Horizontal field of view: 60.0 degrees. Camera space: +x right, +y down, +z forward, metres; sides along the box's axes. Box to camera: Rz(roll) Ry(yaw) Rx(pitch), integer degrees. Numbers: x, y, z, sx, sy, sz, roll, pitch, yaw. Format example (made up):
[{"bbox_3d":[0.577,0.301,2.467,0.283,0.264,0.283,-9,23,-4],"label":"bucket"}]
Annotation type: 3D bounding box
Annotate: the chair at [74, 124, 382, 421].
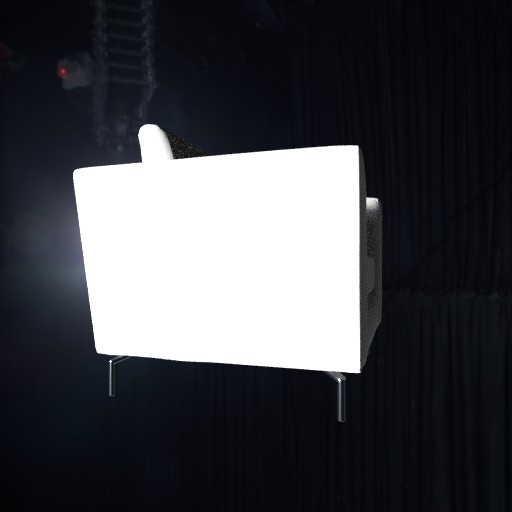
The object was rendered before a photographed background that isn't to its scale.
[{"bbox_3d":[0.000,0.000,1.694,0.889,0.865,1.041,0,-1,18],"label":"chair"}]
